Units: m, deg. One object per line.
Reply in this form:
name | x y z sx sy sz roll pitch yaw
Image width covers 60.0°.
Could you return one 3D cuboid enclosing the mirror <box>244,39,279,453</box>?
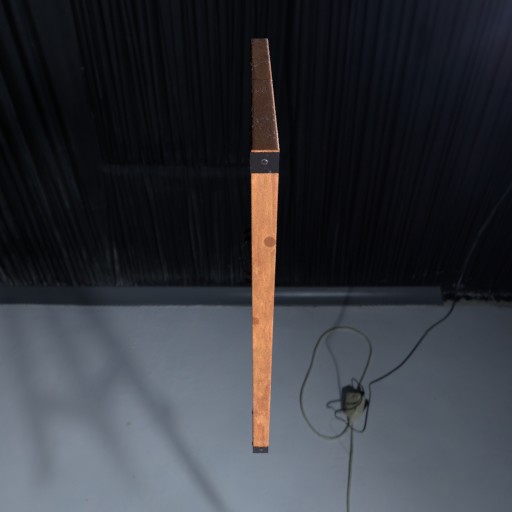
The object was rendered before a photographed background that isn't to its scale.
mirror | 0.000 0.000 0.978 0.053 0.761 0.517 0 40 0
